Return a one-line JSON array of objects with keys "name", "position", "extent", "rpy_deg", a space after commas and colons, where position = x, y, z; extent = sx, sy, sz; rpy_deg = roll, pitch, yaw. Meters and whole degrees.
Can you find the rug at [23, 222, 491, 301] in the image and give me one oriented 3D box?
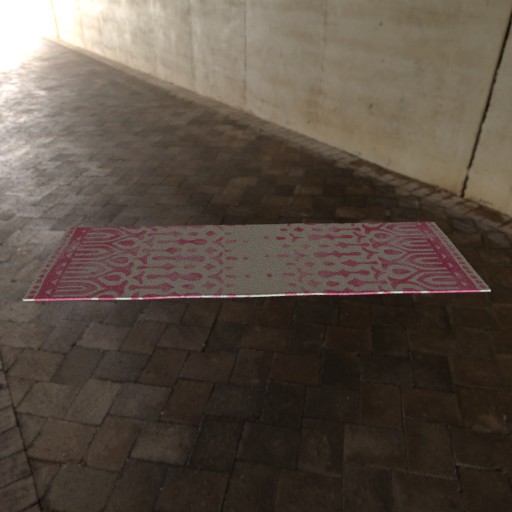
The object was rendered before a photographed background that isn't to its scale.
[{"name": "rug", "position": [0.000, 0.000, 2.631], "extent": [2.458, 0.011, 0.787], "rpy_deg": [-1, 32, -2]}]
